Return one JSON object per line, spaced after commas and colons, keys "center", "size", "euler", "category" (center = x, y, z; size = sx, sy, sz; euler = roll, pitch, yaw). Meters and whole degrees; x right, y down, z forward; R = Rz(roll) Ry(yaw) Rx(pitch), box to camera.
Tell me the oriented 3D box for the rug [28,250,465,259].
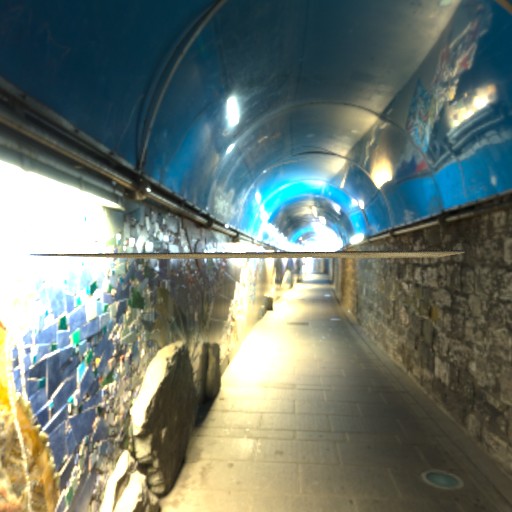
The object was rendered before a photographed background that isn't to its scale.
{"center": [0.000, 0.000, 3.066], "size": [2.431, 0.012, 1.536], "euler": [0, -1, 17], "category": "rug"}
